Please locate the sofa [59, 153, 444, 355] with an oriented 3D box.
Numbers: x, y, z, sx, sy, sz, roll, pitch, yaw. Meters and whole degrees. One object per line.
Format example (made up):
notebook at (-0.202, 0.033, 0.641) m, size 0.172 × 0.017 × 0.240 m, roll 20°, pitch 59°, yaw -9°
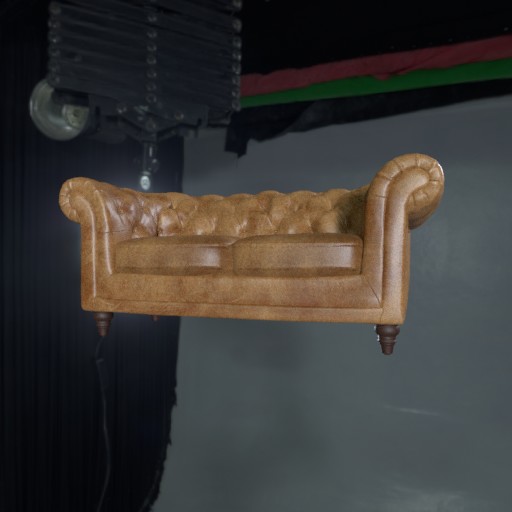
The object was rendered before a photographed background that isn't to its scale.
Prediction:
sofa at (0.000, 0.000, 2.585) m, size 1.979 × 0.877 × 1.042 m, roll 0°, pitch 0°, yaw 18°
